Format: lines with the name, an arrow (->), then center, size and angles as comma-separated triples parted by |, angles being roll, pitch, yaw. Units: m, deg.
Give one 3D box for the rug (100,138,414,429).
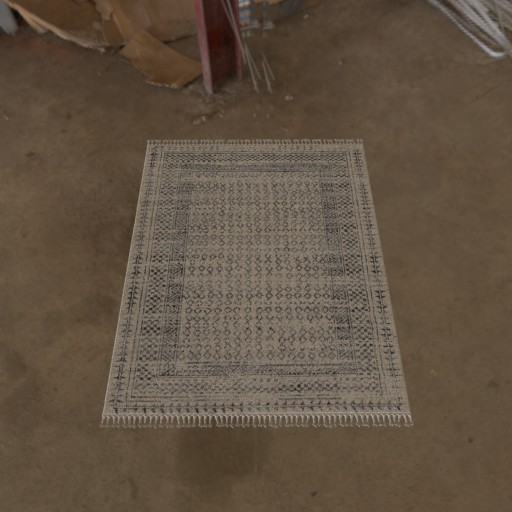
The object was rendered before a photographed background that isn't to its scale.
rug -> 0.000, 0.000, 3.996 | 2.312, 0.013, 2.940 | 0, 59, 0
